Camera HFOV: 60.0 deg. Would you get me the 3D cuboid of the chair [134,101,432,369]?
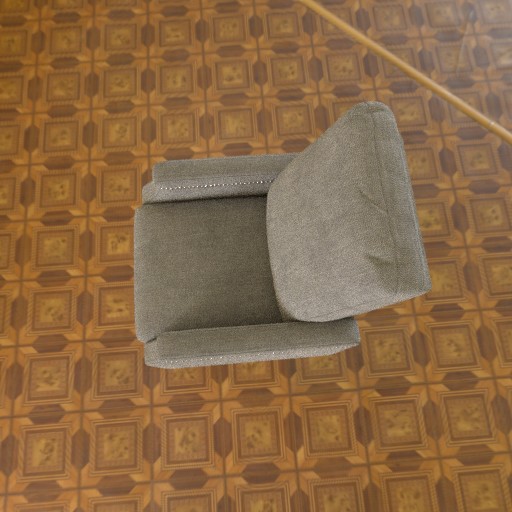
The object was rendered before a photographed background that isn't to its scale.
[{"bbox_3d":[0.000,0.000,1.607,0.922,1.049,0.710,-5,74,-1],"label":"chair"}]
